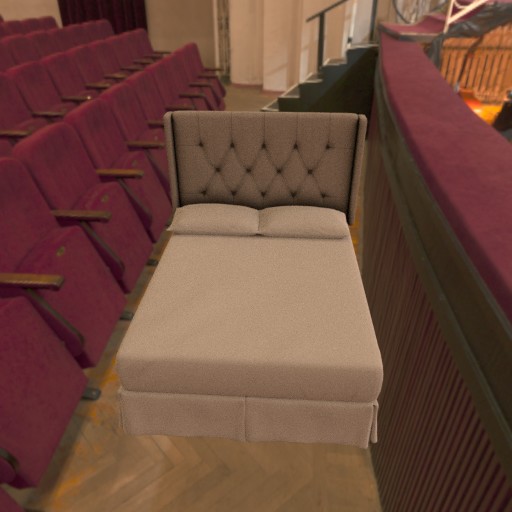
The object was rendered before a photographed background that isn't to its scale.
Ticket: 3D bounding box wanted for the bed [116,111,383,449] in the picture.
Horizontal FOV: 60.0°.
[{"bbox_3d":[0.000,0.000,3.346,1.719,1.665,2.066,2,31,3],"label":"bed"}]
